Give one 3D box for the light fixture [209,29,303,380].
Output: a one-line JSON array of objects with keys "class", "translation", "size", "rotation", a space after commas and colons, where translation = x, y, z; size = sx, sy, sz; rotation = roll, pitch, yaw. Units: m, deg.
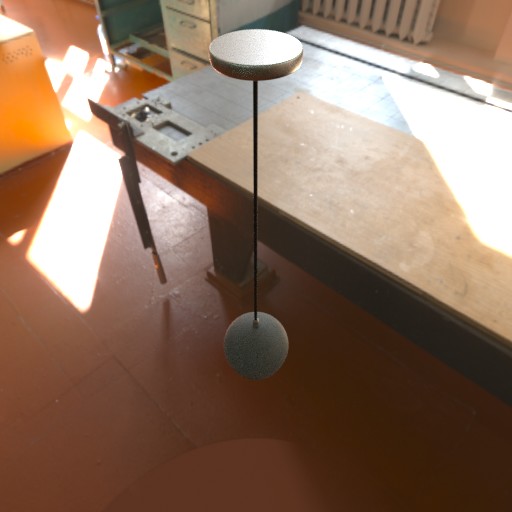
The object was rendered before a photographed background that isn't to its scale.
[{"class": "light fixture", "translation": [0.000, 0.000, 0.831], "size": [0.153, 0.760, 0.153], "rotation": [-9, 47, -8]}]
